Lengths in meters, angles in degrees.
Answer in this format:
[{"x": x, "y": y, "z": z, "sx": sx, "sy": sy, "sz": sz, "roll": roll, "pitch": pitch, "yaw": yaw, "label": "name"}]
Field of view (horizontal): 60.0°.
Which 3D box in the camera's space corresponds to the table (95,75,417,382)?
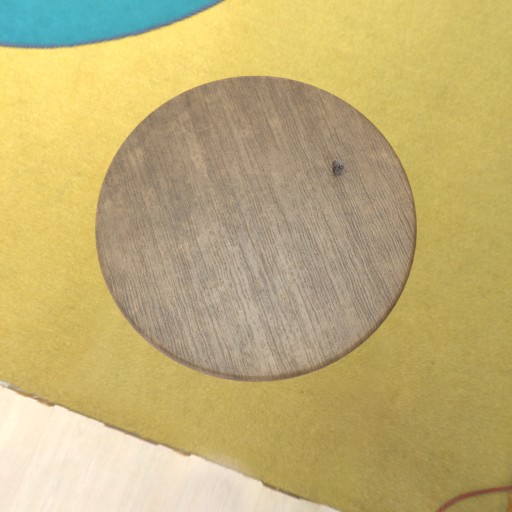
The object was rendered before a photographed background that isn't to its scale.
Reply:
[{"x": 0.000, "y": 0.000, "z": 0.813, "sx": 0.432, "sy": 0.460, "sz": 0.432, "roll": 0, "pitch": 76, "yaw": 0, "label": "table"}]
